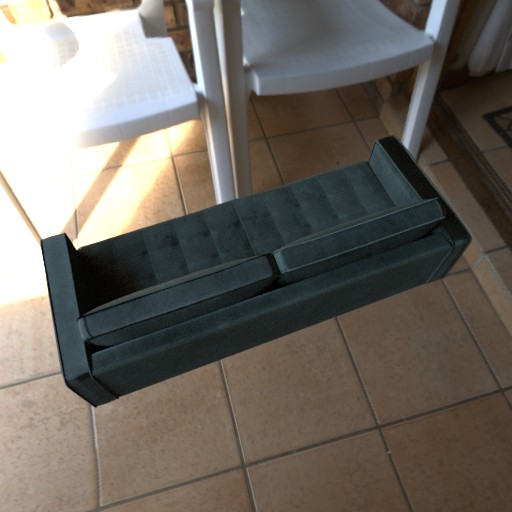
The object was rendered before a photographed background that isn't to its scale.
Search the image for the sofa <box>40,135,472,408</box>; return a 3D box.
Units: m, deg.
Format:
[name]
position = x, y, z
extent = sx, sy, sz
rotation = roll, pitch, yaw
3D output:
[sofa]
position = 0.000, 0.000, 2.554
extent = 2.214, 0.781, 0.886
rotation = -18, 61, -11
